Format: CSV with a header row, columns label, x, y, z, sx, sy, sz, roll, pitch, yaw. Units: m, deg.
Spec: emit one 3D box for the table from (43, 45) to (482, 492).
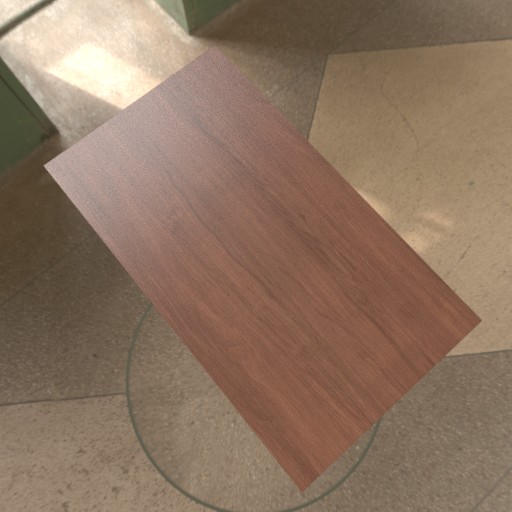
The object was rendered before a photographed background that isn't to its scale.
label,x,y,z,sx,sy,sz,roll,pitch,yaw
table,0.000,0.000,1.298,0.600,0.380,1.020,-39,79,-9
